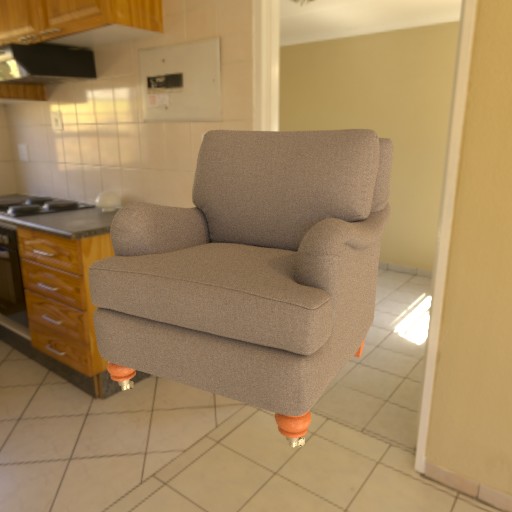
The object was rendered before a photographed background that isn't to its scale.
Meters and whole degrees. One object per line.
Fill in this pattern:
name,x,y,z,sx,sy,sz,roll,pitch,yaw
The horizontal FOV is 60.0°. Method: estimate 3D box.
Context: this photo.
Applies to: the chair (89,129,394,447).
chair,0.000,0.000,1.879,0.955,1.038,1.070,8,17,26
